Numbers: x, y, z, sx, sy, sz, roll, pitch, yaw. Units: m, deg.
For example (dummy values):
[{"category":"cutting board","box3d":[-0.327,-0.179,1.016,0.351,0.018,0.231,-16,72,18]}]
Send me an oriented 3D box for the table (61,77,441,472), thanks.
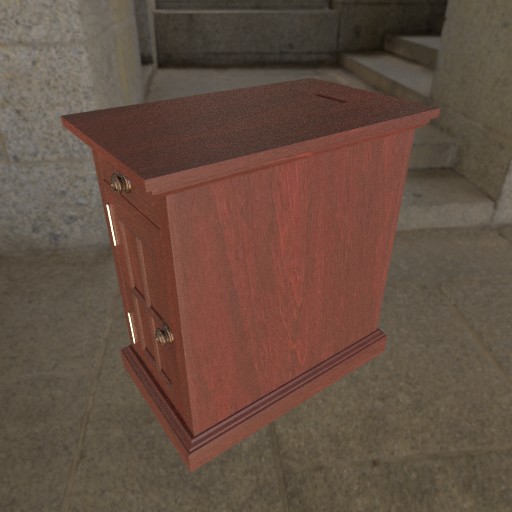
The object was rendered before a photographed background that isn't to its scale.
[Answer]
[{"category":"table","box3d":[0.000,0.000,0.958,0.584,0.612,0.356,-21,38,-30]}]
